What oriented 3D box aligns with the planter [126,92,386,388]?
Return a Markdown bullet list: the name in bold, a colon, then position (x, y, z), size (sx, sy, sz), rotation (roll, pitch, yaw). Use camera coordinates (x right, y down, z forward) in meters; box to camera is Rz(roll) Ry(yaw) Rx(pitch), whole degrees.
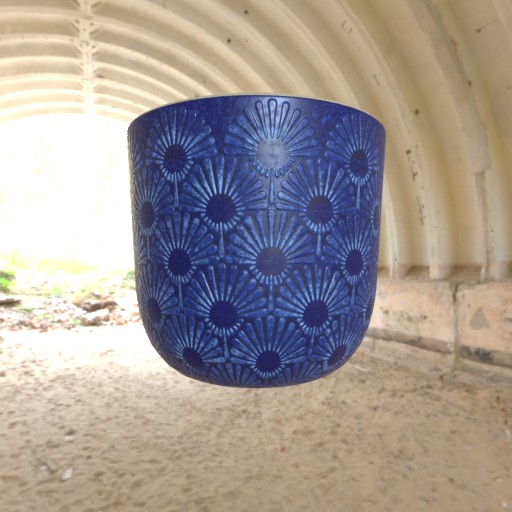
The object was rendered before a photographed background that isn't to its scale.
- **planter**: position (0.000, 0.000, 0.364), size (0.206, 0.190, 0.206), rotation (0, -2, 0)
